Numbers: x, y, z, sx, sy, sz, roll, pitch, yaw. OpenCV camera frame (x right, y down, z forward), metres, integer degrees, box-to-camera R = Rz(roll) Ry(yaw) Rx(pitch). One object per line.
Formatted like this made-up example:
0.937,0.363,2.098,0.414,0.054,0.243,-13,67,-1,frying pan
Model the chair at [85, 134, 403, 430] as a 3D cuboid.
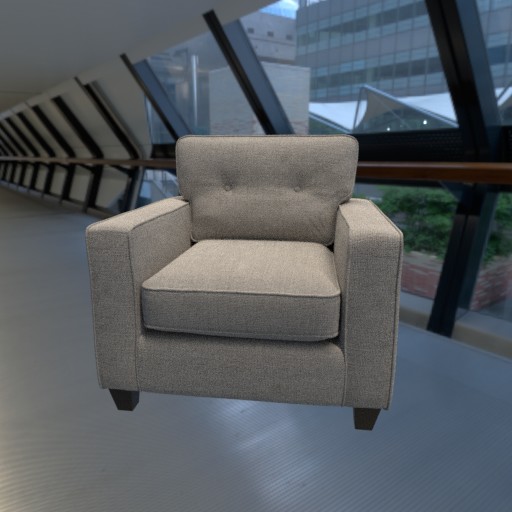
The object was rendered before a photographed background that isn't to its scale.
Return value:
0.000,0.000,1.799,1.015,0.965,0.939,2,14,7,chair
